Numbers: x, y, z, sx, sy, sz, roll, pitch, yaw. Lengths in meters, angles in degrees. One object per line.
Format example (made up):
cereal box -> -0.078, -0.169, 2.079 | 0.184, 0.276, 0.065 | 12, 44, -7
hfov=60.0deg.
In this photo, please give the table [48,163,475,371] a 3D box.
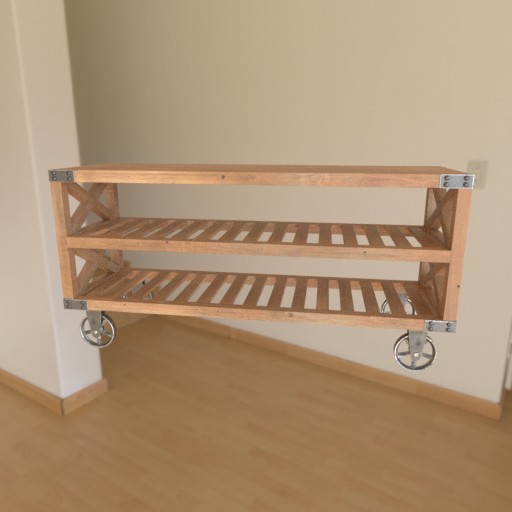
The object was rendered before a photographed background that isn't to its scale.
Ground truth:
table -> 0.000, 0.000, 1.821 | 1.487, 0.711, 0.467 | 2, 15, 9
